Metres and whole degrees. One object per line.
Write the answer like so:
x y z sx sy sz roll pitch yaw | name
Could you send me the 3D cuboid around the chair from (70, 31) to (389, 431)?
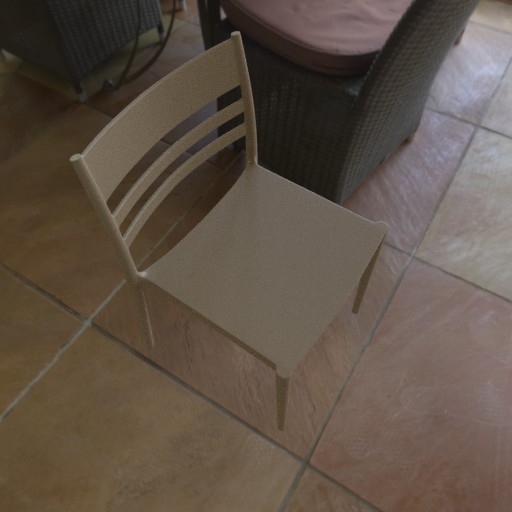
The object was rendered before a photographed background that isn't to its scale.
0.000 0.000 1.108 0.511 0.800 0.531 30 62 18 | chair
